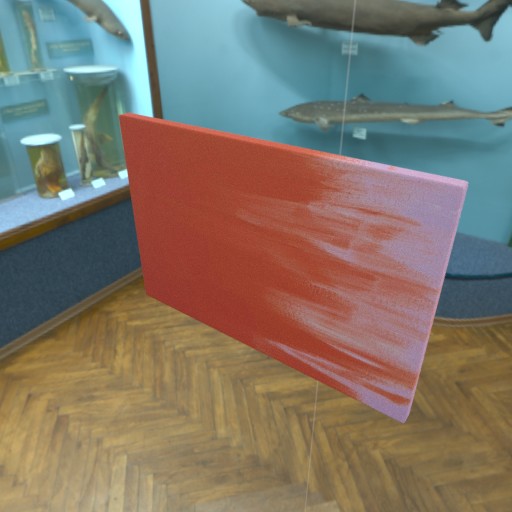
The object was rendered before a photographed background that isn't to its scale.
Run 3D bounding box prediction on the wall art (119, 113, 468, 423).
[{"bbox_3d":[0.000,0.000,1.160,0.913,0.609,0.040,20,36,30],"label":"wall art"}]
